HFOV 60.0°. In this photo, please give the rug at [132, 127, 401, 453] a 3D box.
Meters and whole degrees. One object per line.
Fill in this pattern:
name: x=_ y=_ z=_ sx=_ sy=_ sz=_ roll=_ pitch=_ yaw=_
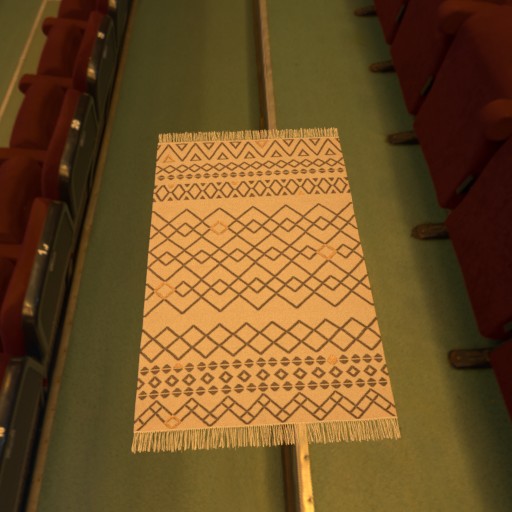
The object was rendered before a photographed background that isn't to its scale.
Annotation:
rug: x=0.000 y=0.000 z=2.516 sx=1.224 sy=0.028 sz=2.023 roll=-3 pitch=59 yaw=-2
